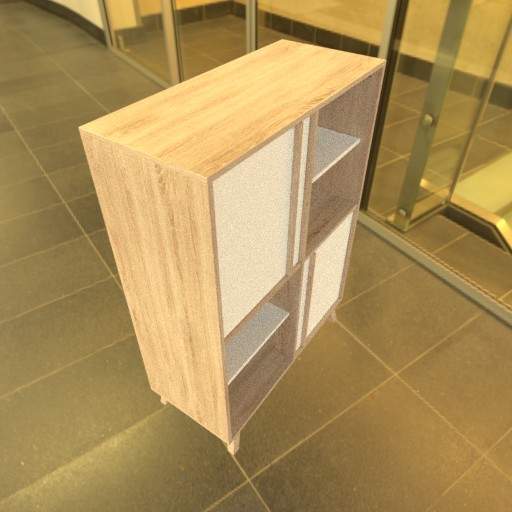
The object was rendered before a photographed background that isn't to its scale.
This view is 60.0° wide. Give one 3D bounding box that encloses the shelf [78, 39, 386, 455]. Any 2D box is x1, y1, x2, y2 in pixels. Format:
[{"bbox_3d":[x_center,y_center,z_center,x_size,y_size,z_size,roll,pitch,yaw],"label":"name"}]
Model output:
[{"bbox_3d":[0.000,0.000,1.843,0.450,1.390,1.000,25,47,26],"label":"shelf"}]
